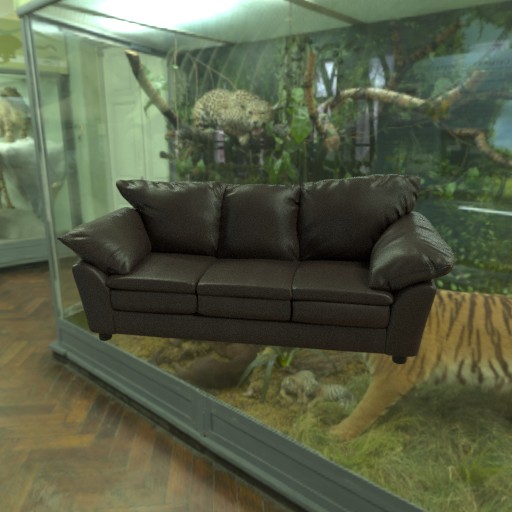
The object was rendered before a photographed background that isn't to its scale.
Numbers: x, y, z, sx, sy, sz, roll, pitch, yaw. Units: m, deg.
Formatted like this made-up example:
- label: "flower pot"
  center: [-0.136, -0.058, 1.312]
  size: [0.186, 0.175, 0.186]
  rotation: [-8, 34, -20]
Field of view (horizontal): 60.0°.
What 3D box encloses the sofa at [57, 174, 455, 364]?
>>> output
- label: "sofa"
  center: [0.000, 0.000, 3.039]
  size: [2.390, 1.091, 0.907]
  rotation: [2, 15, 9]
